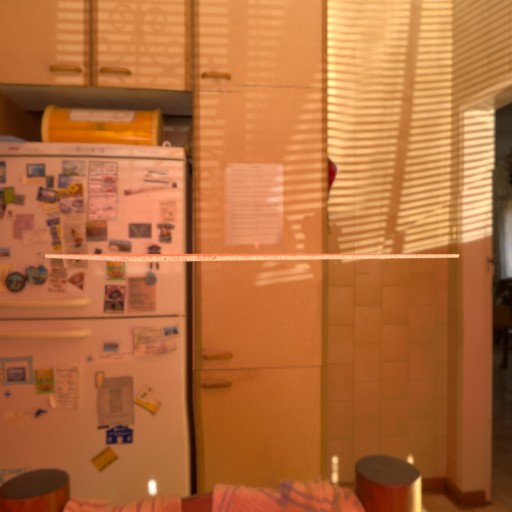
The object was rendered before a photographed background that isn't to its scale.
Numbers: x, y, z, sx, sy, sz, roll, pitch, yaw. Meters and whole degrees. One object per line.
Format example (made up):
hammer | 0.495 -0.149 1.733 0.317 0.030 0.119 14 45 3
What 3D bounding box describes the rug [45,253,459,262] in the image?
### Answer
rug | 0.000 0.000 3.440 2.700 0.024 1.801 0 1 -36
